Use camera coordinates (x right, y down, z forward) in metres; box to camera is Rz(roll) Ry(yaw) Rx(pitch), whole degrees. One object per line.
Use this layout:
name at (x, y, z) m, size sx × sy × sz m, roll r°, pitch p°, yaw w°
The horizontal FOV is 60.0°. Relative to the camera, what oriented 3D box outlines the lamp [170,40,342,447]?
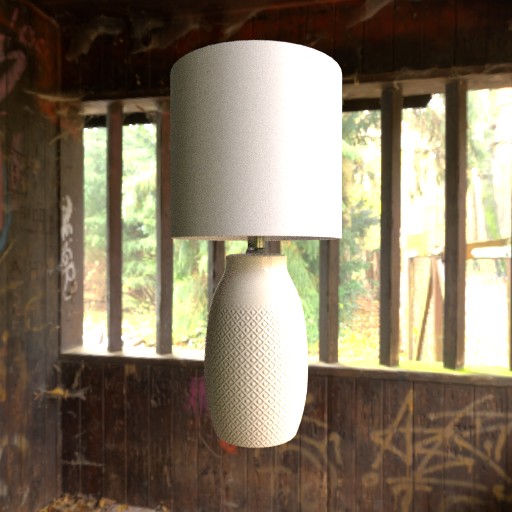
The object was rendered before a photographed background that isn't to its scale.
lamp at (0.000, 0.000, 0.573) m, size 0.217 × 0.453 × 0.217 m, roll 0°, pitch 1°, yaw -17°
